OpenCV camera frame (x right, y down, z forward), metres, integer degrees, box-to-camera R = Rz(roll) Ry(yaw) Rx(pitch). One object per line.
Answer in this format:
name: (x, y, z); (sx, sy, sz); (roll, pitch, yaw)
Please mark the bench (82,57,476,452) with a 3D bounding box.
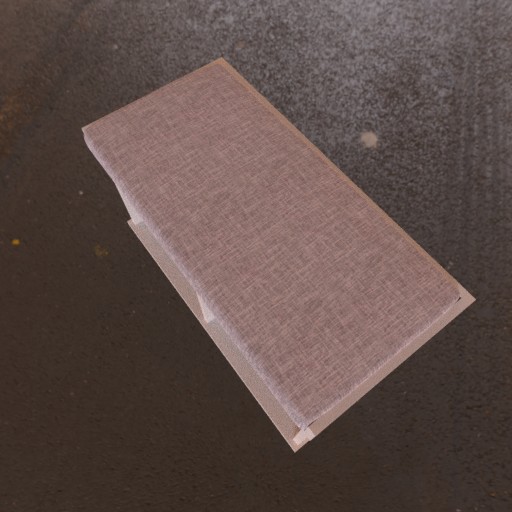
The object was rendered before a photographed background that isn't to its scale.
bench: (0.000, 0.000, 0.999); (0.362, 0.461, 0.734); (-34, 68, -16)
